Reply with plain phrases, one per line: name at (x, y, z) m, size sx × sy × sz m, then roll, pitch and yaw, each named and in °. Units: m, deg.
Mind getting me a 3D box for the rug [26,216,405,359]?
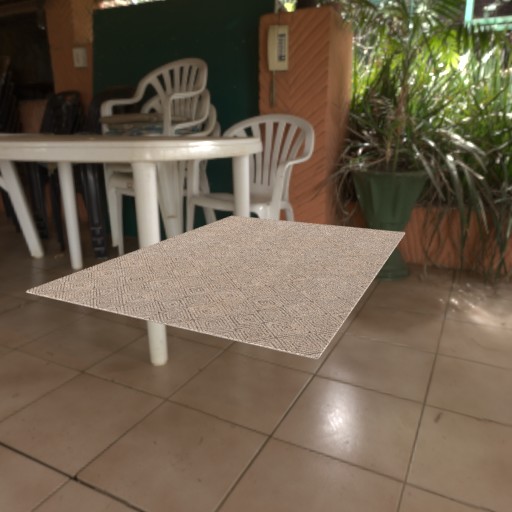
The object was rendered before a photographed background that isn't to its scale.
rug at (0.000, 0.000, 2.943) m, size 1.593 × 0.008 × 2.238 m, roll 8°, pitch 18°, yaw 25°
